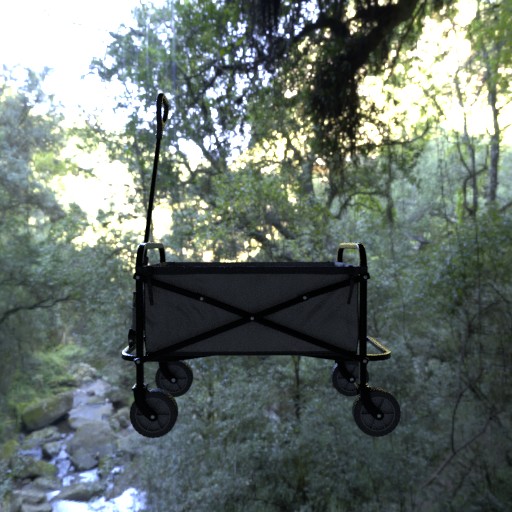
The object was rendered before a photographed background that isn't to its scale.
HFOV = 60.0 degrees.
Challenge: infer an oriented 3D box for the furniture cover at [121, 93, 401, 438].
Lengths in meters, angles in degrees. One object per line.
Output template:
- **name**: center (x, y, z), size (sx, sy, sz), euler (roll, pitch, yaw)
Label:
- **furniture cover**: center (0.000, 0.000, 1.809), size (1.038, 1.295, 0.532), euler (0, 1, -1)
